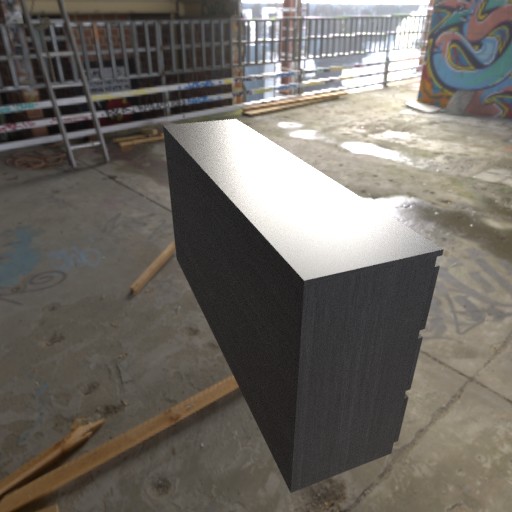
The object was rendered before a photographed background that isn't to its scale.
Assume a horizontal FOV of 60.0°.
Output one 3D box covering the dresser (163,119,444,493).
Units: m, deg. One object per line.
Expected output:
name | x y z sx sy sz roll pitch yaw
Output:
dresser | 0.000 0.000 1.906 0.400 0.795 1.590 -11 31 -19
